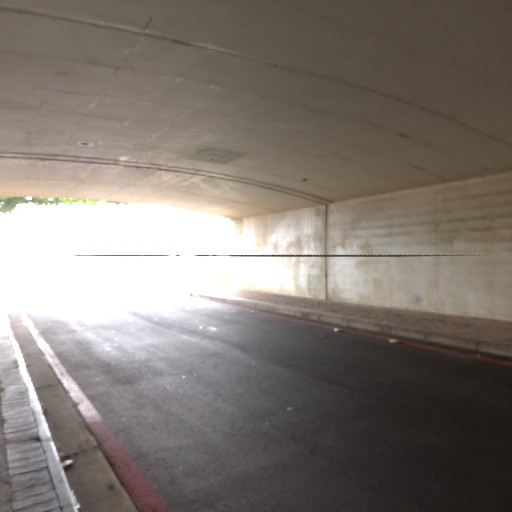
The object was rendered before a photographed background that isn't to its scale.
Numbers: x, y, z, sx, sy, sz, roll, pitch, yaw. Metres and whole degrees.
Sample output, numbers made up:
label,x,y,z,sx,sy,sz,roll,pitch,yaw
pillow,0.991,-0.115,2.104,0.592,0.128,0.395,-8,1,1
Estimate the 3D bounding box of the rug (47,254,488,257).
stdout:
label,x,y,z,sx,sy,sz,roll,pitch,yaw
rug,0.000,0.000,2.332,1.835,0.003,1.206,0,0,1
